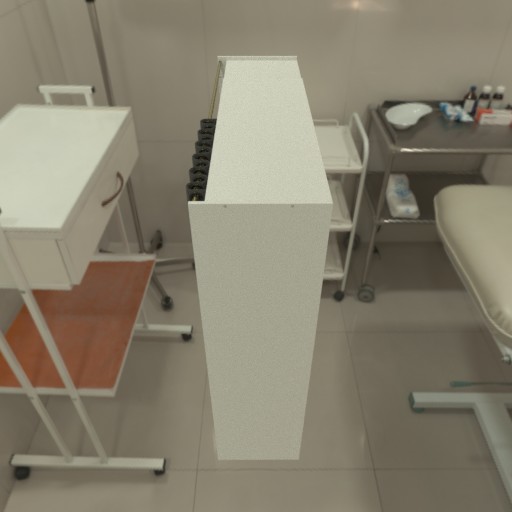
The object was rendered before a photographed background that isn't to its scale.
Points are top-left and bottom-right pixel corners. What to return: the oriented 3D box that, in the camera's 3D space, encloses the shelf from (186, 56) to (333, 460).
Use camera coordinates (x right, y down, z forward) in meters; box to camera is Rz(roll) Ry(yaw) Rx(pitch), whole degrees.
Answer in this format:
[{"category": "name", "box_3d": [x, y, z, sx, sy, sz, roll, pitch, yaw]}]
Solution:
[{"category": "shelf", "box_3d": [0.000, 0.000, 2.649, 0.500, 1.810, 1.600, 0, 40, 0]}]
